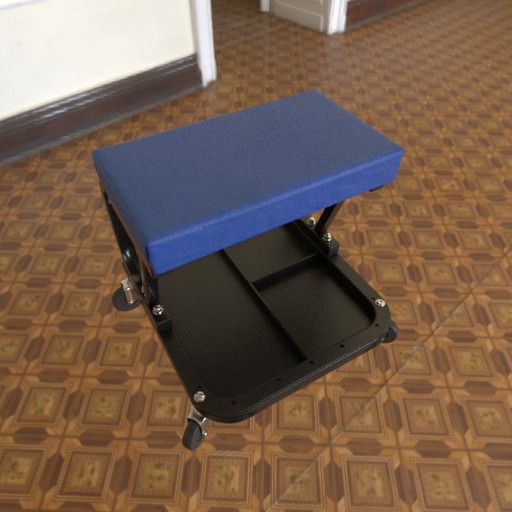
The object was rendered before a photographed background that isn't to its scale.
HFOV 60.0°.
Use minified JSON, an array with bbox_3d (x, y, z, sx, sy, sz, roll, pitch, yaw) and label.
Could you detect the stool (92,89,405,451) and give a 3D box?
[{"bbox_3d":[0.000,0.000,0.716,0.446,0.380,0.371,-23,50,-21],"label":"stool"}]
